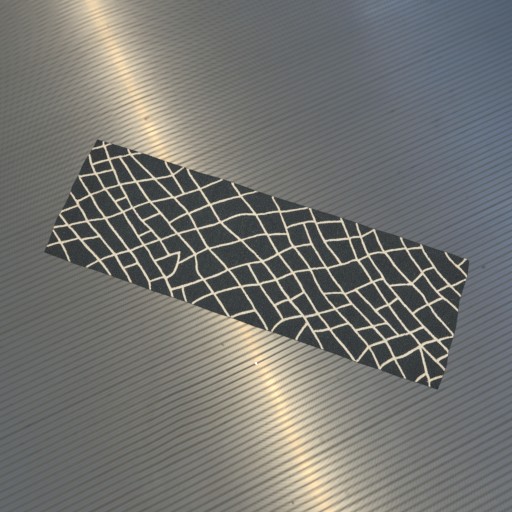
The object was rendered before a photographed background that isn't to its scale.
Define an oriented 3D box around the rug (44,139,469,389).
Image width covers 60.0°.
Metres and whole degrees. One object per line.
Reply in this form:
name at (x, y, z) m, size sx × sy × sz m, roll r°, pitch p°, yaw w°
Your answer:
rug at (0.000, 0.000, 2.677) m, size 2.476 × 0.010 × 0.807 m, roll 19°, pitch 77°, yaw 4°
